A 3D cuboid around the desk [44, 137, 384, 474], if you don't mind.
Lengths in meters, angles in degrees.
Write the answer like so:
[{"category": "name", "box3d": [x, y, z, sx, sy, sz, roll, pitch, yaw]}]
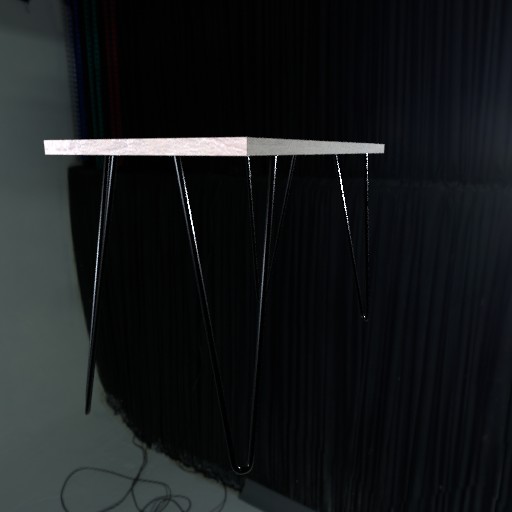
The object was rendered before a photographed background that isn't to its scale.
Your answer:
[{"category": "desk", "box3d": [0.000, 0.000, 1.335, 0.499, 0.660, 0.991, 7, 15, 27]}]
